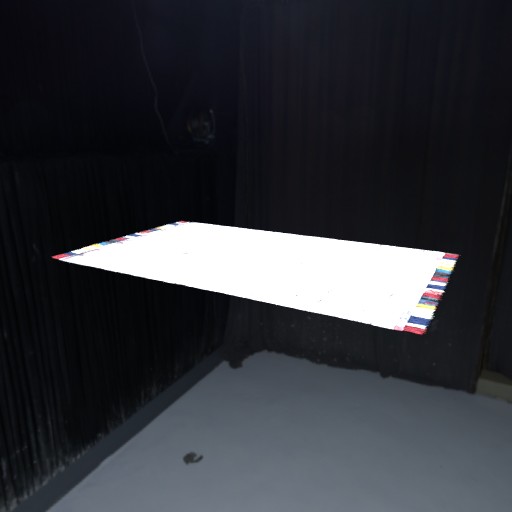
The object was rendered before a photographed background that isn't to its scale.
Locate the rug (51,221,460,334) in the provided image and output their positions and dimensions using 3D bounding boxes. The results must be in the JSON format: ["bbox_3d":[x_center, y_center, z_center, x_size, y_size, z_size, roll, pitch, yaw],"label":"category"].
[{"bbox_3d":[0.000,0.000,3.058,2.465,0.012,1.465,9,18,28],"label":"rug"}]
